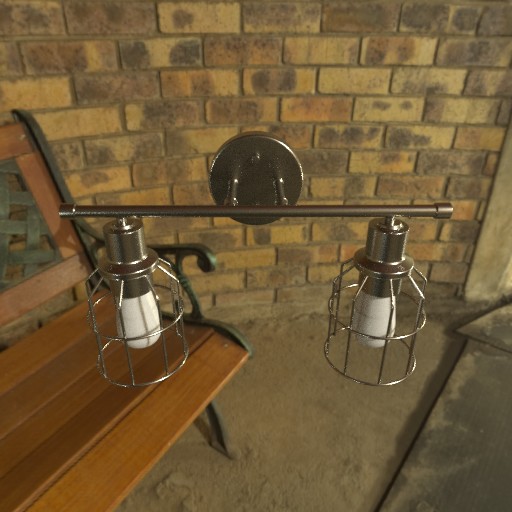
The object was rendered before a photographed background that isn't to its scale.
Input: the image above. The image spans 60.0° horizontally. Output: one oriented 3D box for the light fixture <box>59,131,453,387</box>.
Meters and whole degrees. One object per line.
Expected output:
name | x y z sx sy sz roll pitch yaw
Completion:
light fixture | 0.000 0.000 0.522 0.406 0.254 0.165 0 29 0
